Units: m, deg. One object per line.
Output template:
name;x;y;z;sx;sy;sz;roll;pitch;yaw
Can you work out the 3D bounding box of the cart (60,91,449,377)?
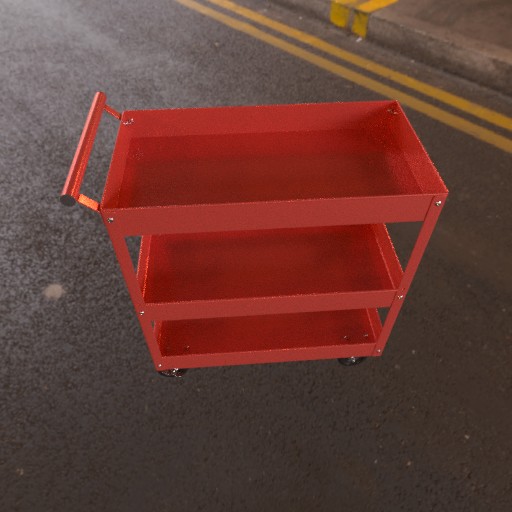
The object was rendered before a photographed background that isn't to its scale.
cart;0.000;0.000;1.200;0.719;0.780;0.366;-3;48;-3
